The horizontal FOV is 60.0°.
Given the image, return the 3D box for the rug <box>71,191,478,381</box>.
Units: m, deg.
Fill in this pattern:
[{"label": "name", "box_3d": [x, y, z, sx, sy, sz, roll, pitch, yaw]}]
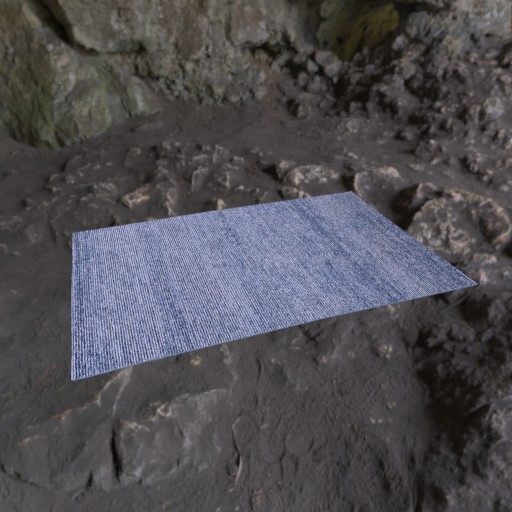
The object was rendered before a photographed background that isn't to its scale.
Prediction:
[{"label": "rug", "box_3d": [0.000, 0.000, 2.258, 1.777, 0.021, 1.145, -10, 33, -16]}]
